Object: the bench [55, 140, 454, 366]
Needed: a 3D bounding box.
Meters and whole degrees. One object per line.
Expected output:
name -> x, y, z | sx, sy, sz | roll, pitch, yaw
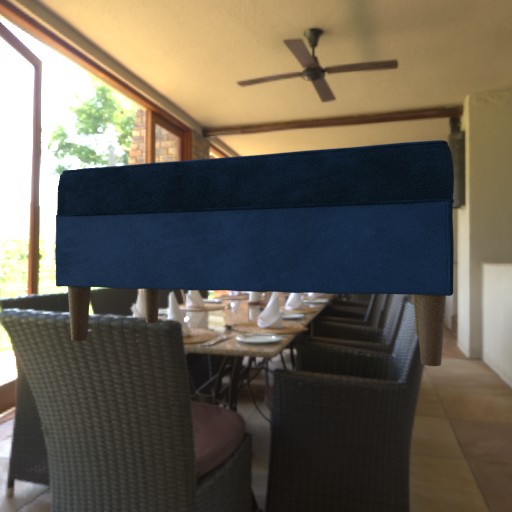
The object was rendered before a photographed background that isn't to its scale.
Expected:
bench -> 0.000, 0.000, 1.270 | 1.010, 0.467, 0.489 | 0, -1, 18
